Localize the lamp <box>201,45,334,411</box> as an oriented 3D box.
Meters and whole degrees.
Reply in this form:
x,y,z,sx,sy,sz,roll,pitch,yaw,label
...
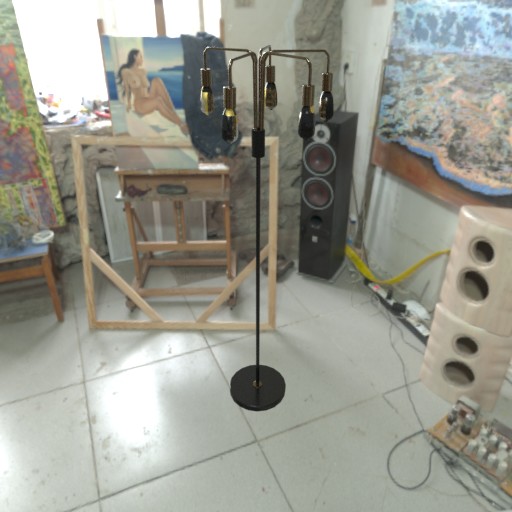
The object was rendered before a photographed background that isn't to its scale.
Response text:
x,y,z,sx,sy,sz,roll,pitch,yaw,label
0.000,0.000,2.034,0.599,1.721,0.572,21,36,31,lamp
